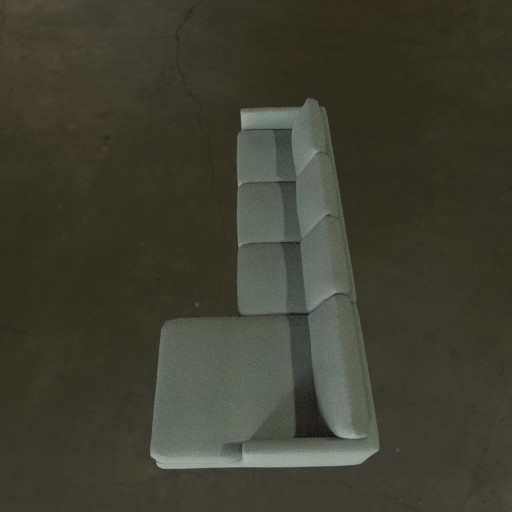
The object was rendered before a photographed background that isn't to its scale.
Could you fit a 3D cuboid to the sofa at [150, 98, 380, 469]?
[{"bbox_3d":[0.000,0.000,4.055,1.604,0.950,3.471,-1,58,-1],"label":"sofa"}]
